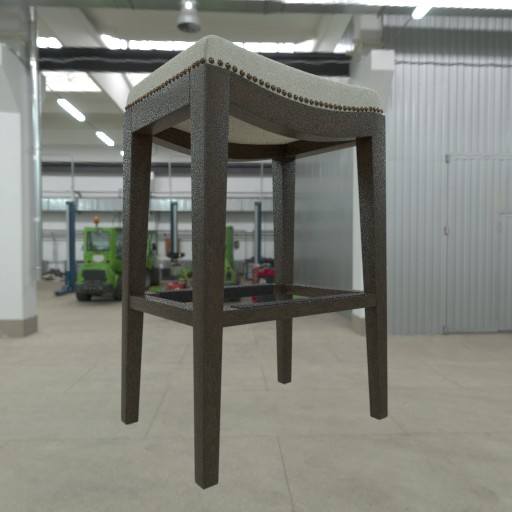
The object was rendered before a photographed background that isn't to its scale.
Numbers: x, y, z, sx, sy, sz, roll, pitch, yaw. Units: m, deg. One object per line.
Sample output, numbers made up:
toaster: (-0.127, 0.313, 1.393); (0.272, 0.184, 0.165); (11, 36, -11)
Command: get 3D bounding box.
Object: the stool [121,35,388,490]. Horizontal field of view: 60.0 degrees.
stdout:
stool: (0.000, 0.000, 1.006); (0.498, 0.759, 0.358); (-1, 2, -38)
